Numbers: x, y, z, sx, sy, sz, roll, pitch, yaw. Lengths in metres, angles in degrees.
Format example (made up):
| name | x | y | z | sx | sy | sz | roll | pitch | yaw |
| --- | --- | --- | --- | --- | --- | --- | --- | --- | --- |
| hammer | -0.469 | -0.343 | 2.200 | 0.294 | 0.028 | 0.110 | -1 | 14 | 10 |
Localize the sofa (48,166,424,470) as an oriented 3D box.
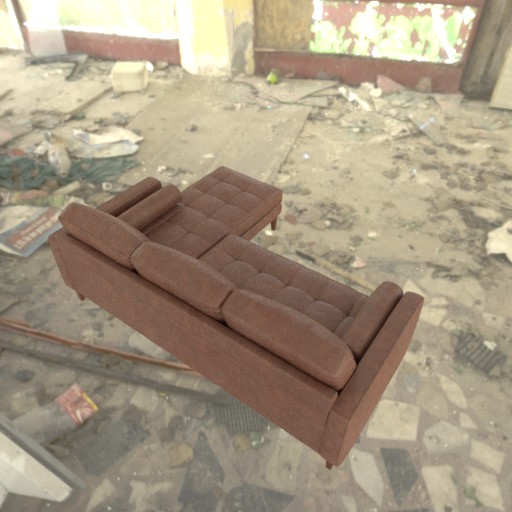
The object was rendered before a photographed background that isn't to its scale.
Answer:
| name | x | y | z | sx | sy | sz | roll | pitch | yaw |
| --- | --- | --- | --- | --- | --- | --- | --- | --- | --- |
| sofa | 0.000 | 0.000 | 2.962 | 2.185 | 0.841 | 1.613 | 26 | 48 | 26 |
